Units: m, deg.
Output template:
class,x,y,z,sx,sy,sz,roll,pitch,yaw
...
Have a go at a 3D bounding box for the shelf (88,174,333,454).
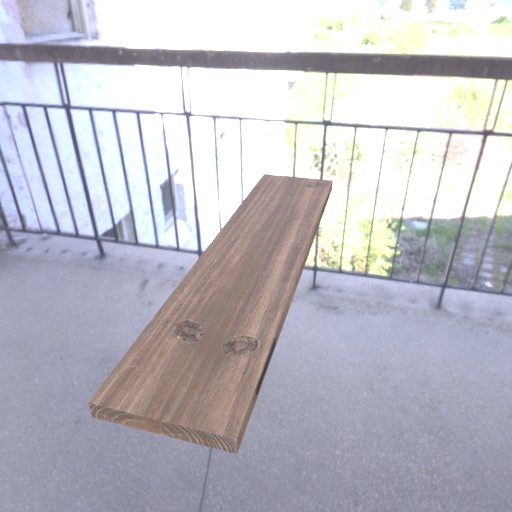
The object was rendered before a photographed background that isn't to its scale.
class,x,y,z,sx,sy,sz,roll,pitch,yaw
shelf,0.000,0.000,0.637,0.140,0.020,0.610,8,32,14
